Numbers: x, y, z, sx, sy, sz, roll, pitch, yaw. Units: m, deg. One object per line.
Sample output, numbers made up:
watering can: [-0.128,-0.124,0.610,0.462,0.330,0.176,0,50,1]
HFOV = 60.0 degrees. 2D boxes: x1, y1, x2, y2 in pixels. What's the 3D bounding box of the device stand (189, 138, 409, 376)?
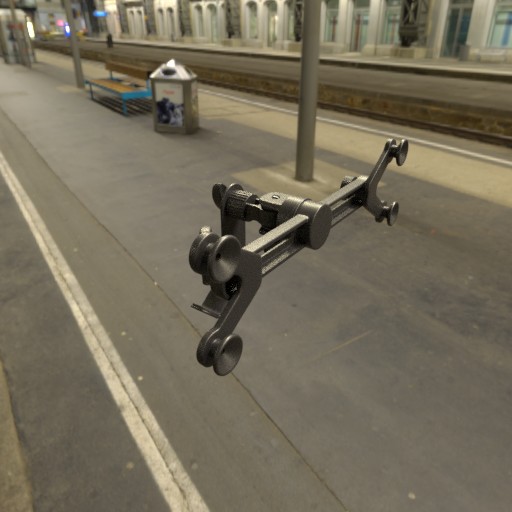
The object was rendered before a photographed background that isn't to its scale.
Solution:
device stand: [0.000,0.000,0.368,0.142,0.166,0.270,18,32,31]
